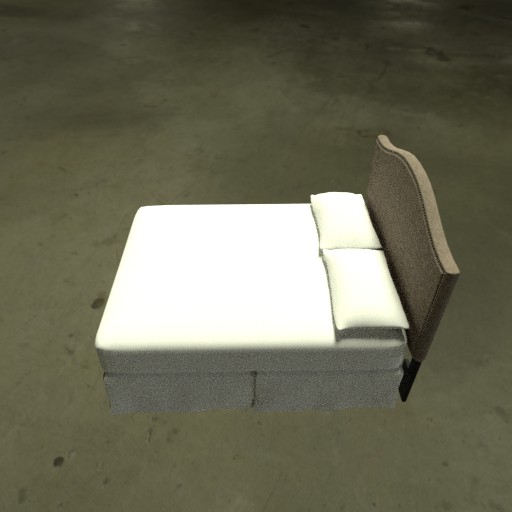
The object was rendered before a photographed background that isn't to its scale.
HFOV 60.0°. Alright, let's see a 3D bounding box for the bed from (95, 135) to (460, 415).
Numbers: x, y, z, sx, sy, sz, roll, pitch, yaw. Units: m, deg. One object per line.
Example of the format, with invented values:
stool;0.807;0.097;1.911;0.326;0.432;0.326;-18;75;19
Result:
bed;0.000;0.000;3.305;2.153;1.518;1.713;-1;41;-1
